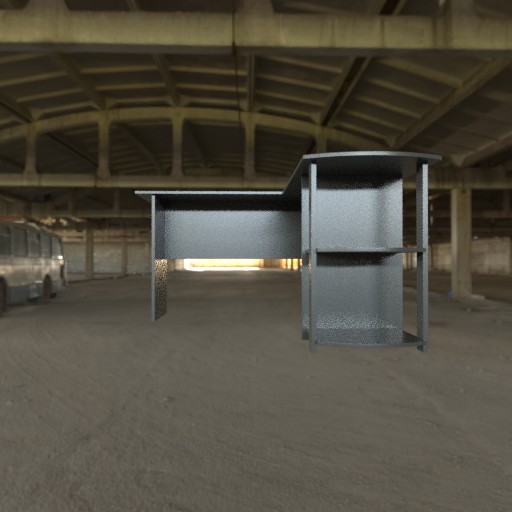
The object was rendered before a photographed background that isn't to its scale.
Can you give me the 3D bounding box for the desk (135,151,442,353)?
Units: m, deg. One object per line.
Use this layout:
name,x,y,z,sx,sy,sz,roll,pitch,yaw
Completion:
desk,0.000,0.000,2.188,1.303,0.716,1.361,0,0,-2
